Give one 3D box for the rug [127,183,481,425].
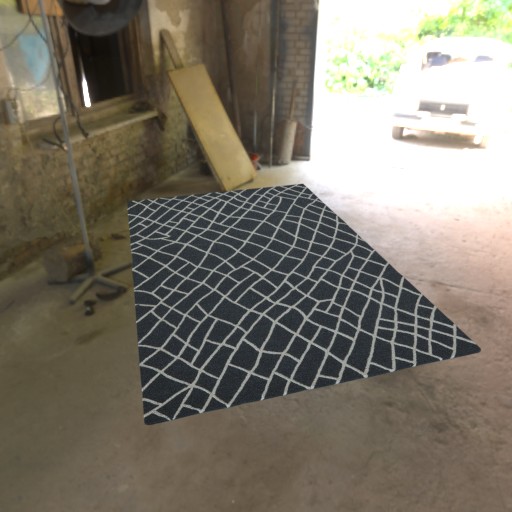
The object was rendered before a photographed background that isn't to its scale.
[{"bbox_3d":[0.000,0.000,2.252,1.223,0.013,1.830,-8,30,-14],"label":"rug"}]
